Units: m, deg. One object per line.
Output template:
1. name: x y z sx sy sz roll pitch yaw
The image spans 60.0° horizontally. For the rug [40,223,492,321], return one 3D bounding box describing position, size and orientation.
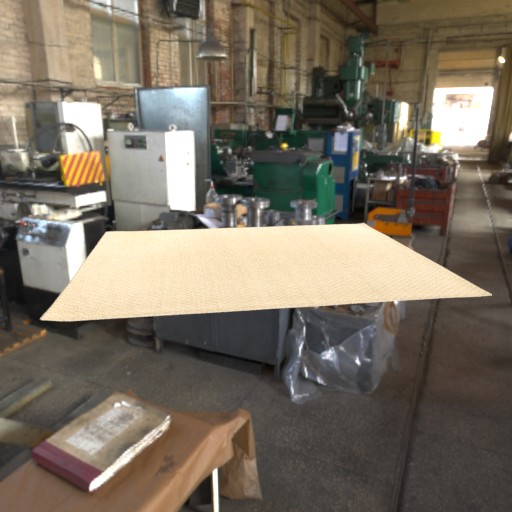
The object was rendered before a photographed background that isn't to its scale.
1. rug: 0.000 0.000 3.862 2.897 0.035 2.277 -2 17 -8
